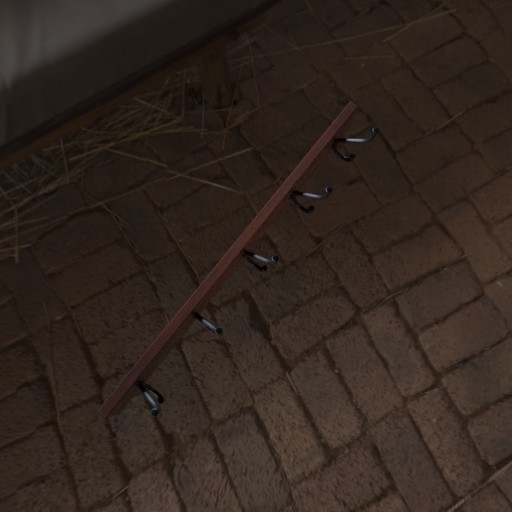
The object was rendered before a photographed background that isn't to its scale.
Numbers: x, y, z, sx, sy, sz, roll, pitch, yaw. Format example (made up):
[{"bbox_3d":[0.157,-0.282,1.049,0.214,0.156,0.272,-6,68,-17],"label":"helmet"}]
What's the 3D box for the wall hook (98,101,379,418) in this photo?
[{"bbox_3d":[0.000,0.000,0.621,0.071,0.117,0.571,36,78,9],"label":"wall hook"}]
